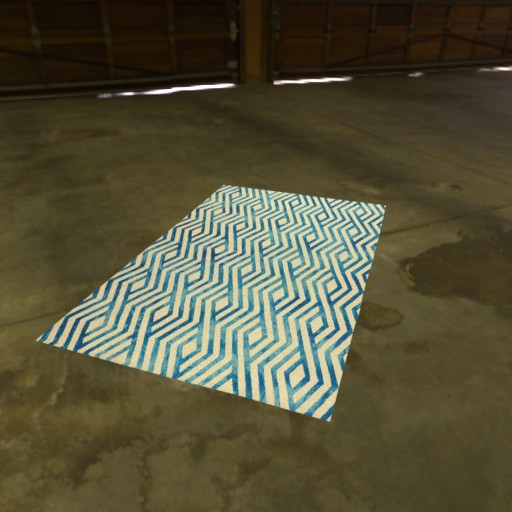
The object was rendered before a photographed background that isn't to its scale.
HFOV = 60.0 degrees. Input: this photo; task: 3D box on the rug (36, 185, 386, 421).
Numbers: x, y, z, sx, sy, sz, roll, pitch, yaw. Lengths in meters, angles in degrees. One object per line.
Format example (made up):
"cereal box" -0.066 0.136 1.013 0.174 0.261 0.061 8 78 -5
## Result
"rug" 0.000 0.000 3.053 1.531 0.008 2.439 10 31 17
